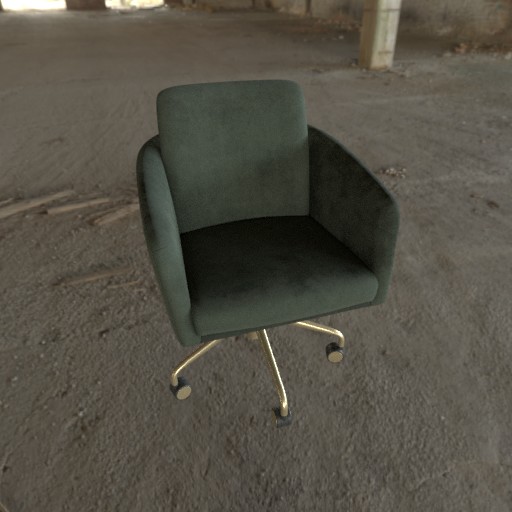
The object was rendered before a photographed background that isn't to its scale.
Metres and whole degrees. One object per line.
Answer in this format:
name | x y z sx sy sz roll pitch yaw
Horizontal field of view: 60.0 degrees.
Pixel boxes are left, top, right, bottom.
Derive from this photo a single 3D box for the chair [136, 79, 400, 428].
chair | 0.000 0.000 1.349 0.641 0.908 0.635 -9 33 -15
